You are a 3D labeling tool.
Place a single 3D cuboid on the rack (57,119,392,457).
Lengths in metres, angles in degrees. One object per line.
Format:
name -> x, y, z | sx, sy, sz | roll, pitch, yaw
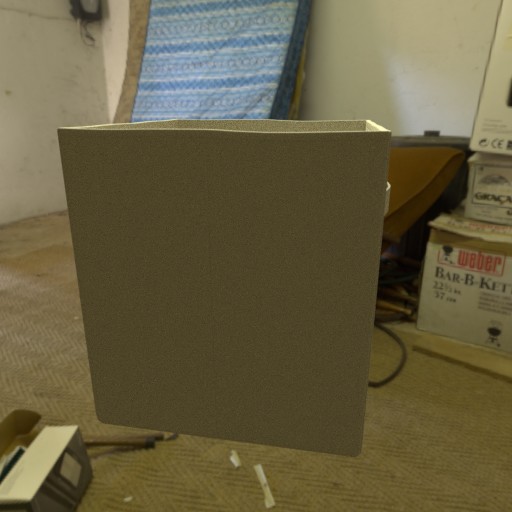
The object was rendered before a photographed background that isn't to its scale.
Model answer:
rack -> 0.000, 0.000, 0.487 | 0.270, 0.280, 0.270 | 3, 19, 10
